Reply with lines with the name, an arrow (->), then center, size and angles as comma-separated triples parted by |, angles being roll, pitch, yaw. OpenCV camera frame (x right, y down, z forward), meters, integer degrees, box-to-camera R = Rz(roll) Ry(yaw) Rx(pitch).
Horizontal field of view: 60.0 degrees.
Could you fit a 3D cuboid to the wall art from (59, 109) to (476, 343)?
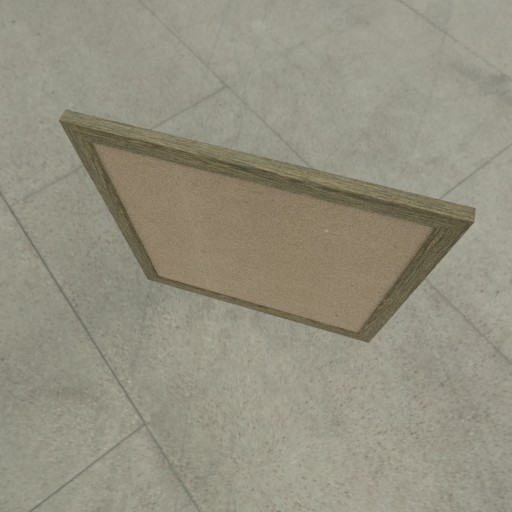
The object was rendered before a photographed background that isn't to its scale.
wall art -> 0.000, 0.000, 0.752 | 0.508, 0.508, 0.019 | 15, 65, 7
